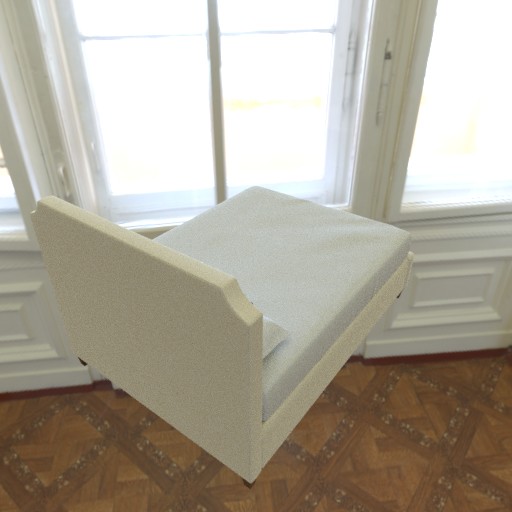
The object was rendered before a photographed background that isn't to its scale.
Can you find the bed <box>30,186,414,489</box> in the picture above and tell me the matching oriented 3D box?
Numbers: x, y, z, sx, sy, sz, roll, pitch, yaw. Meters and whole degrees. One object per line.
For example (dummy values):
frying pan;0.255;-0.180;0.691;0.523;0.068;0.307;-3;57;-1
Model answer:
bed;0.000;0.000;3.348;1.703;1.415;2.329;22;39;30
